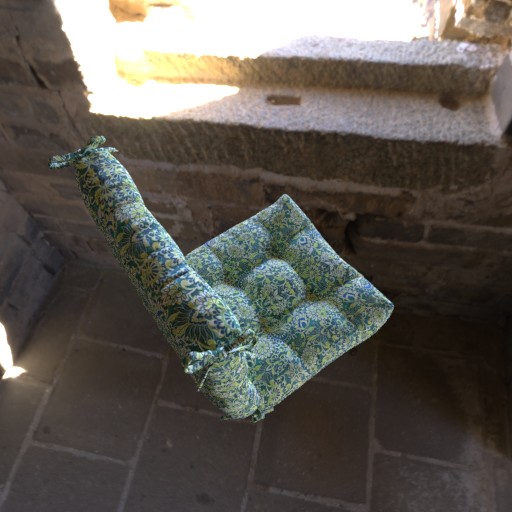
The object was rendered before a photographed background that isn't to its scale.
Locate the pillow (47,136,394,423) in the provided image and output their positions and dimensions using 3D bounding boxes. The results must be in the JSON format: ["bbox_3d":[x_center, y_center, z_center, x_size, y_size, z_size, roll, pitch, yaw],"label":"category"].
[{"bbox_3d":[0.000,0.000,0.994,0.571,0.605,0.519,-31,63,-18],"label":"pillow"}]
